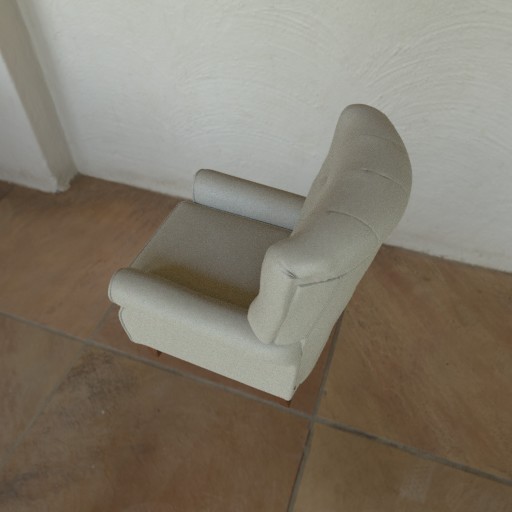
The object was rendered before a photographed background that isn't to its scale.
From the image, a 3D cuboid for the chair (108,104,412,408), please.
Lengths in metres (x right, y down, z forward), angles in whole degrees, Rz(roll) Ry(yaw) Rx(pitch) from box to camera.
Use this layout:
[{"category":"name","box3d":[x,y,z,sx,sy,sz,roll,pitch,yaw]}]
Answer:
[{"category":"chair","box3d":[0.000,0.000,1.916,1.059,1.158,0.943,17,50,15]}]
